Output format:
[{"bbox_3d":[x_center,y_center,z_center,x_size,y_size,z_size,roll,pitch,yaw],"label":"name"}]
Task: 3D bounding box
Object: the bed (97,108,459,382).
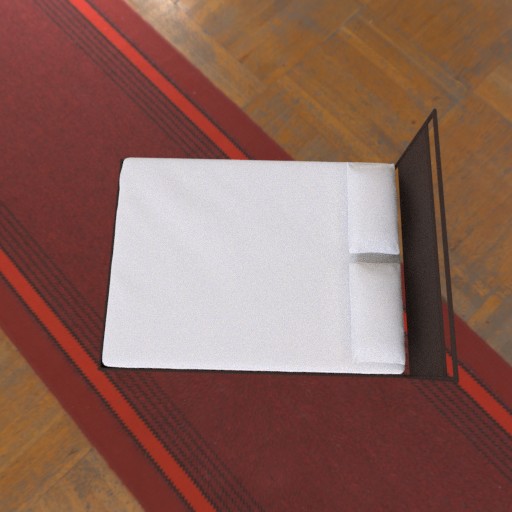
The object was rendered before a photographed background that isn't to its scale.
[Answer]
[{"bbox_3d":[0.000,0.000,3.027,2.122,1.173,1.572,1,76,0],"label":"bed"}]
